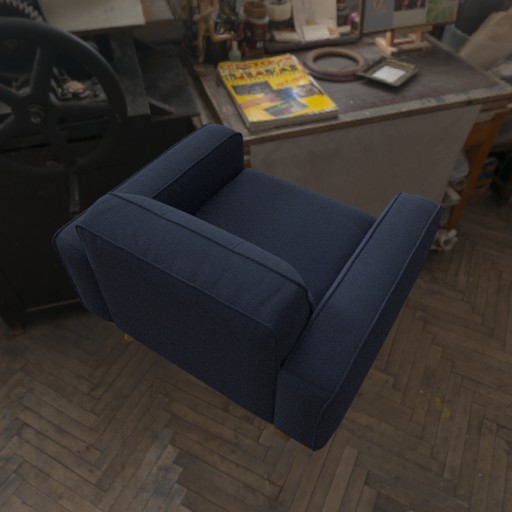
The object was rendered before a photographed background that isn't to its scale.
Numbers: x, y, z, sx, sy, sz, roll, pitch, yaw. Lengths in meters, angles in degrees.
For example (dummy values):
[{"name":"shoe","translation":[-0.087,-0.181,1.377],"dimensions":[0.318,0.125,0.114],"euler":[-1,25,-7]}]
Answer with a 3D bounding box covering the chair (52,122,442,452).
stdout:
[{"name":"chair","translation":[0.000,0.000,1.719],"dimensions":[1.118,0.783,0.953],"euler":[25,52,22]}]
